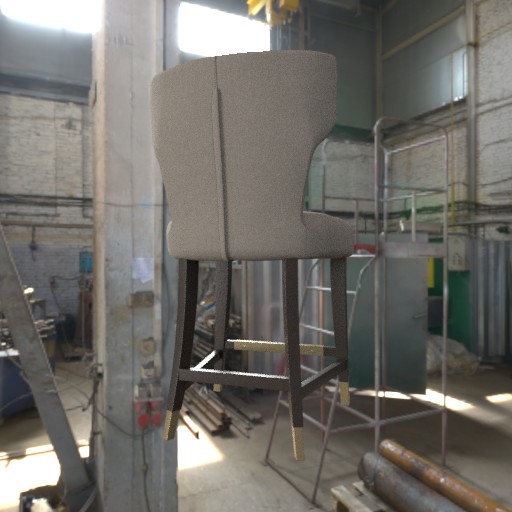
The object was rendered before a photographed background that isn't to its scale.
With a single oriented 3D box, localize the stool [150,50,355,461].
[{"bbox_3d":[0.000,0.000,1.315,0.527,0.982,0.563,0,0,19],"label":"stool"}]
